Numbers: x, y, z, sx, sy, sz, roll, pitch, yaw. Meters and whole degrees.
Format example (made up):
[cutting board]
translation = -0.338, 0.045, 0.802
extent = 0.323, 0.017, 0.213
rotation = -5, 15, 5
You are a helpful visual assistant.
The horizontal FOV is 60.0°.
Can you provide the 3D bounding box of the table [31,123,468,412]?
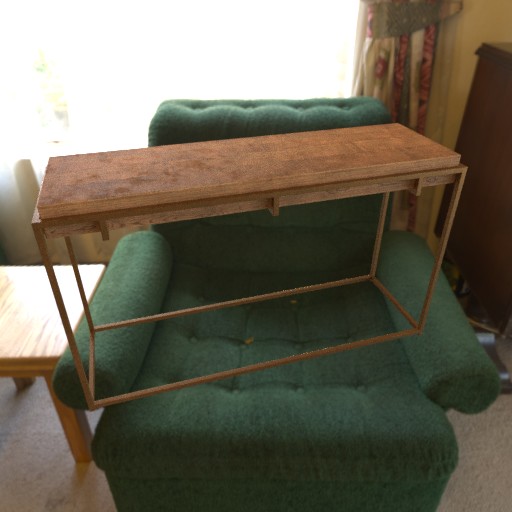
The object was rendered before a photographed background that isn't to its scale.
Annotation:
[table]
translation = 0.000, 0.000, 1.743
extent = 1.400, 0.820, 0.440
rotation = -9, 34, -14
